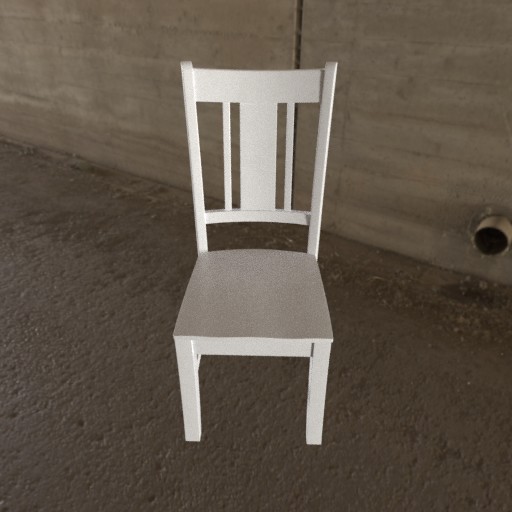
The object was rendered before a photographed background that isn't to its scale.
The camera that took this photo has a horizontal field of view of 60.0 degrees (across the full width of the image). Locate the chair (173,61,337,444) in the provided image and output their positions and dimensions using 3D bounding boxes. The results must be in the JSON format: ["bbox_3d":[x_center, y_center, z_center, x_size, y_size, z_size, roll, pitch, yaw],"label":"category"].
[{"bbox_3d":[0.000,0.000,1.313,0.450,0.998,0.555,1,31,1],"label":"chair"}]
